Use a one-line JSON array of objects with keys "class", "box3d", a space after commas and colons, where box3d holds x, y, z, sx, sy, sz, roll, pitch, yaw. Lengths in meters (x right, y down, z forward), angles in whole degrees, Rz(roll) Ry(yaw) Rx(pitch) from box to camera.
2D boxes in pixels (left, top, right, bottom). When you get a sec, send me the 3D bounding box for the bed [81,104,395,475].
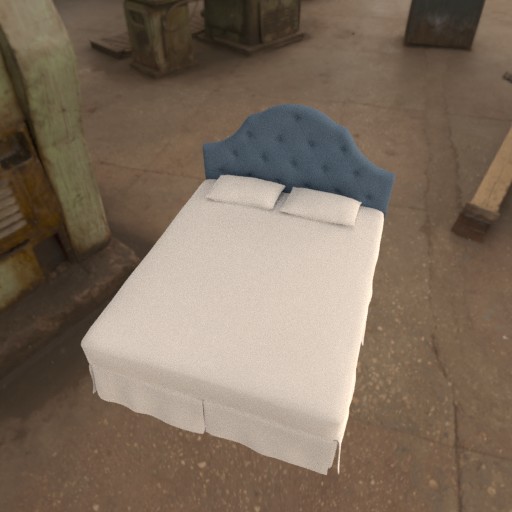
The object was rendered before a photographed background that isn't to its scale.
[{"class": "bed", "box3d": [0.000, 0.000, 3.710, 2.039, 1.617, 2.477, 12, 43, 14]}]
